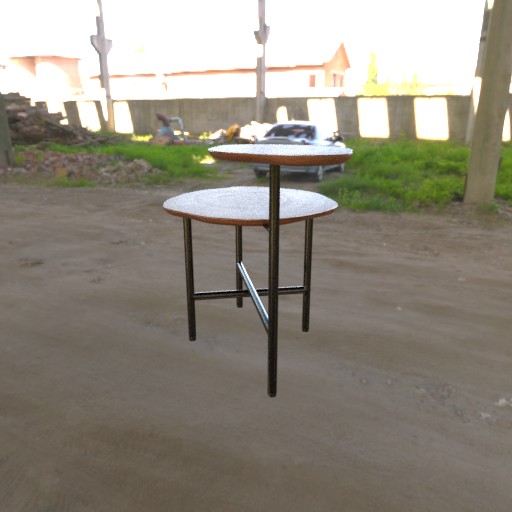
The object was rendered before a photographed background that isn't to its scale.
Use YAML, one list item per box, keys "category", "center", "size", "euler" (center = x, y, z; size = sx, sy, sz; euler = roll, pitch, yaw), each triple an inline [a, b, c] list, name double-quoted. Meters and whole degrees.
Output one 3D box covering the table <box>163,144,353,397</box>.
- category: "table"
  center: [0.000, 0.000, 1.090]
  size: [0.442, 0.538, 0.759]
  euler: [-3, 17, -9]
